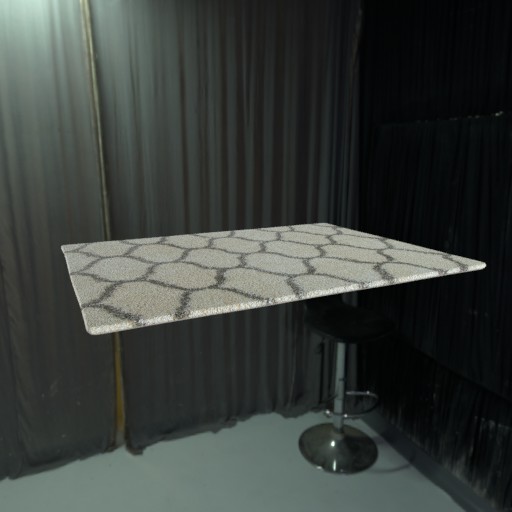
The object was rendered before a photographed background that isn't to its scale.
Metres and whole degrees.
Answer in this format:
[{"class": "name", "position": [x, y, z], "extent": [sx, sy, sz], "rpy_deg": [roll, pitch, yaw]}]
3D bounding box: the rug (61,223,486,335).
[{"class": "rug", "position": [0.000, 0.000, 2.055], "extent": [1.600, 0.025, 1.200], "rpy_deg": [-7, 15, -25]}]
